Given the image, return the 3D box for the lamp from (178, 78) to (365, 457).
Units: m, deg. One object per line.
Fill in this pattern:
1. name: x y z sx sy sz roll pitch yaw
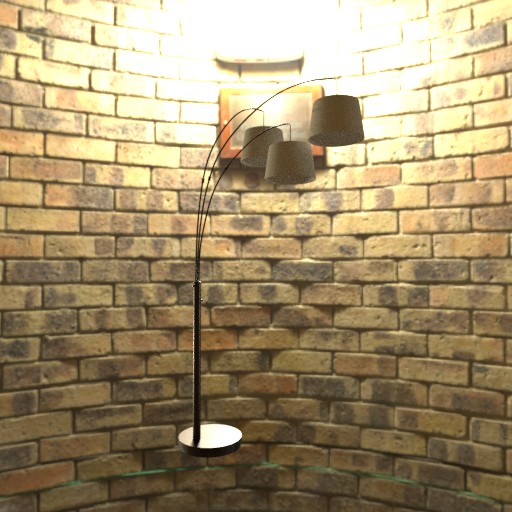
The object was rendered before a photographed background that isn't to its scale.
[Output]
1. lamp: 0.000 0.000 2.493 0.924 1.950 0.951 1 -2 -36
